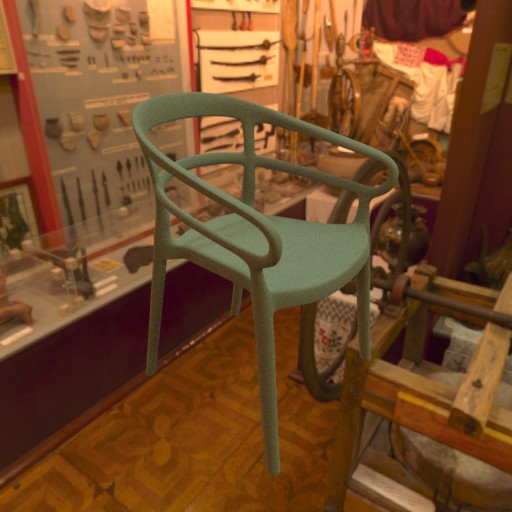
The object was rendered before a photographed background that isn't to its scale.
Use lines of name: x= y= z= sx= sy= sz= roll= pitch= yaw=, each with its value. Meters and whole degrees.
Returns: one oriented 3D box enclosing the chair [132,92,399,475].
chair: x=0.000 y=0.000 z=1.146 sx=0.527 sy=0.761 sz=0.559 roll=18 pitch=32 yaw=33
